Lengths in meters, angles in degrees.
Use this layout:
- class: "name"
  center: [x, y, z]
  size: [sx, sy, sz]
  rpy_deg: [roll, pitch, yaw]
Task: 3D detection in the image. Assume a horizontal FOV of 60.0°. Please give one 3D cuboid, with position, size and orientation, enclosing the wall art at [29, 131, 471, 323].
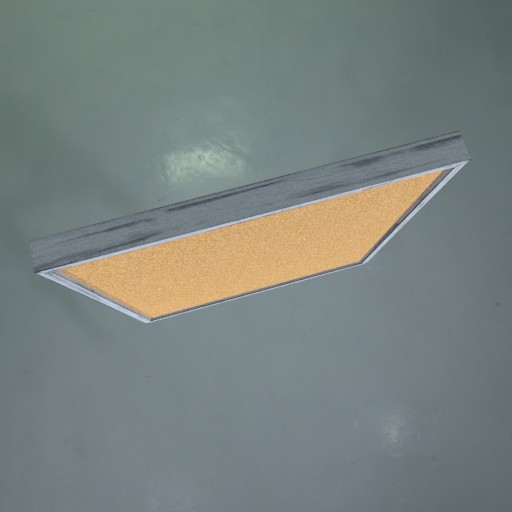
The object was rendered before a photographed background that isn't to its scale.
- class: "wall art"
  center: [0.000, 0.000, 0.743]
  size: [0.506, 0.506, 0.038]
  rpy_deg: [-15, 76, -4]
